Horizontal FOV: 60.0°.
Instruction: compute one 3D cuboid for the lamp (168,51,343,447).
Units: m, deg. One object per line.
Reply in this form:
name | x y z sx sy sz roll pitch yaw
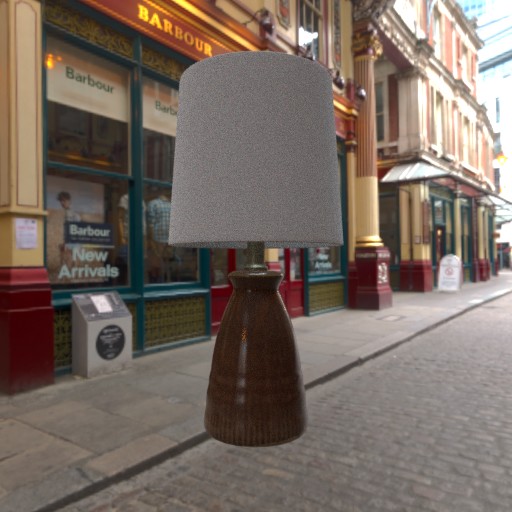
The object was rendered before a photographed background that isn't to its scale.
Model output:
lamp | 0.000 0.000 0.480 0.186 0.369 0.186 0 -1 0
